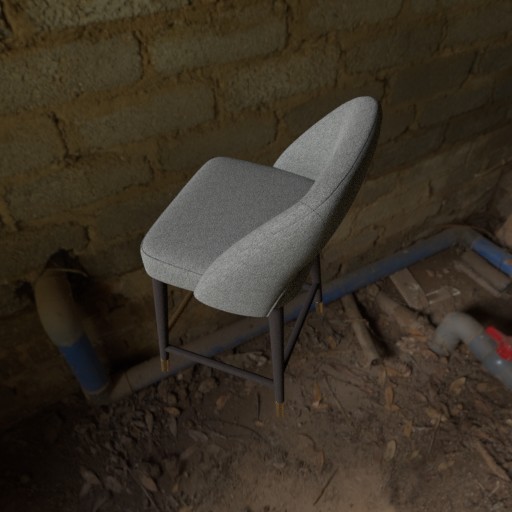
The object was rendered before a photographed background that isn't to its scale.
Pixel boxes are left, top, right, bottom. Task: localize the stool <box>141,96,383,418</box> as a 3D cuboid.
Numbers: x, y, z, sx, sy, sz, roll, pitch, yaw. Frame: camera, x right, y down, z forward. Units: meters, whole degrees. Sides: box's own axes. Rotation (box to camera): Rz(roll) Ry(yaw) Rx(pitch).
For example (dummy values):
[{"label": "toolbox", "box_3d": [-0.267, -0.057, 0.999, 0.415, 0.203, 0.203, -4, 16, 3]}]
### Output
[{"label": "stool", "box_3d": [0.000, 0.000, 1.279, 0.524, 0.925, 0.536, 17, 49, 15]}]
